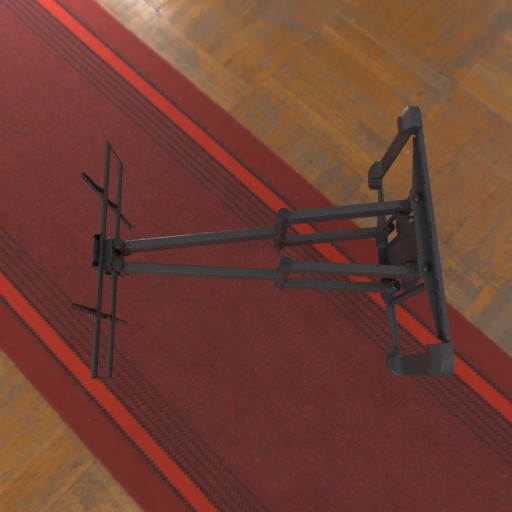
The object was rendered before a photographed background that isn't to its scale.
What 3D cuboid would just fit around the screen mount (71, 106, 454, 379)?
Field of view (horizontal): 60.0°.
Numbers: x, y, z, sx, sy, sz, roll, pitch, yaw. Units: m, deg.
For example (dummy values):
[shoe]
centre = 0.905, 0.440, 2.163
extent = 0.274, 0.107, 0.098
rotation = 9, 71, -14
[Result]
[screen mount]
centre = 0.000, 0.000, 1.339
extent = 0.905, 0.483, 0.725
rotation = -2, 76, 0
